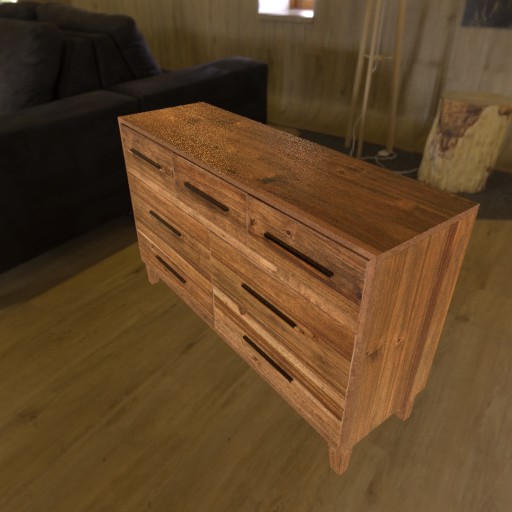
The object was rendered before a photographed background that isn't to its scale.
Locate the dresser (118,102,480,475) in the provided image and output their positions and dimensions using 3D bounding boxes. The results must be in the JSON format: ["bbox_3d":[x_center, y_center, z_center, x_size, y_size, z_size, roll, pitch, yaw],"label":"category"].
[{"bbox_3d":[0.000,0.000,1.782,0.446,0.873,1.400,-23,39,-31],"label":"dresser"}]
